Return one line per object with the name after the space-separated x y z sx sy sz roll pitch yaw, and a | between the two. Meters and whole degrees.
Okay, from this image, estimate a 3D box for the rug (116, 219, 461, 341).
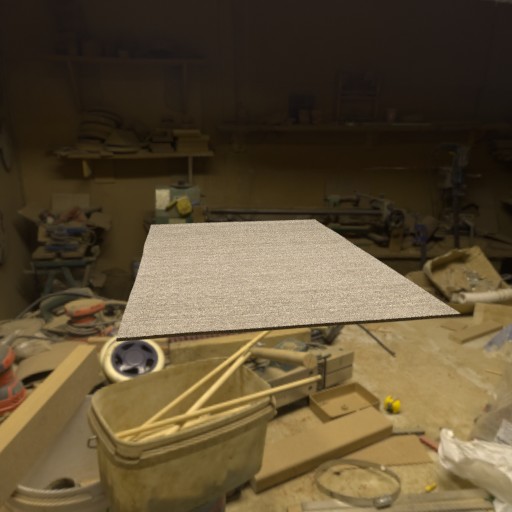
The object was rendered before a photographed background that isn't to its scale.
0.000 0.000 3.002 1.532 0.018 2.297 -3 16 -9 | rug
